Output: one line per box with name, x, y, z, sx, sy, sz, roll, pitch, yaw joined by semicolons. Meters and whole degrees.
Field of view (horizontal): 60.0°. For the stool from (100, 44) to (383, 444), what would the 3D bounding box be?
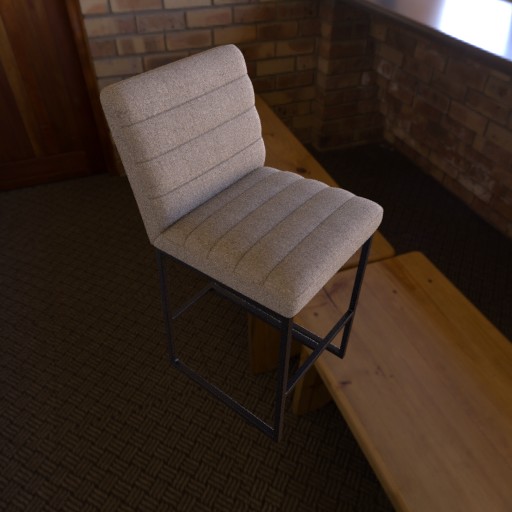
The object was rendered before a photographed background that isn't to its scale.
stool;0.000;0.000;1.340;0.571;1.034;0.459;27;48;28
